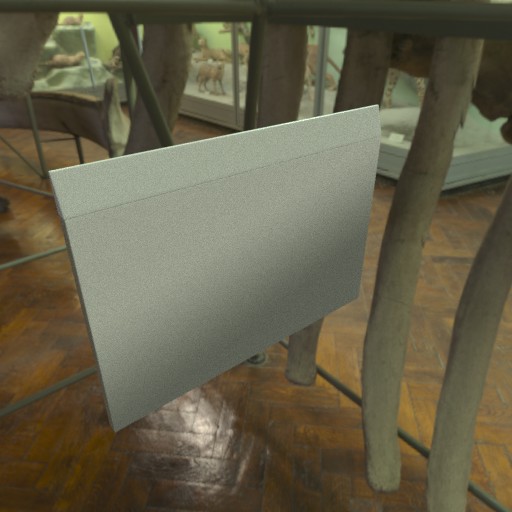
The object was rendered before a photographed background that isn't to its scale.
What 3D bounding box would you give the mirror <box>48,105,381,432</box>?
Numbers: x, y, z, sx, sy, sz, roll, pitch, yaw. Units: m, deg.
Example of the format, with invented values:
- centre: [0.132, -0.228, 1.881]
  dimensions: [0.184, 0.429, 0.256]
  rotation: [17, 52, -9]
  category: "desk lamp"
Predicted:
- centre: [0.000, 0.000, 1.126]
  dimensions: [0.870, 0.630, 0.030]
  rotation: [-22, 37, -33]
  category: "mirror"
